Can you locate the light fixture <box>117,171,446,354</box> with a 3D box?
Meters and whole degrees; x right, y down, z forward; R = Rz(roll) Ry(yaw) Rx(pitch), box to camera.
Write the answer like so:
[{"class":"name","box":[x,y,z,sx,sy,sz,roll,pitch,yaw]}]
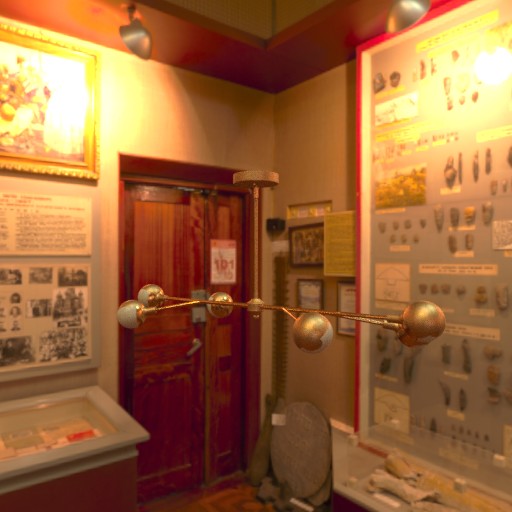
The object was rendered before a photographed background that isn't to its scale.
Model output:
[{"class":"light fixture","box":[0.000,0.000,0.991,0.434,0.362,0.778,0,0,-36]}]
